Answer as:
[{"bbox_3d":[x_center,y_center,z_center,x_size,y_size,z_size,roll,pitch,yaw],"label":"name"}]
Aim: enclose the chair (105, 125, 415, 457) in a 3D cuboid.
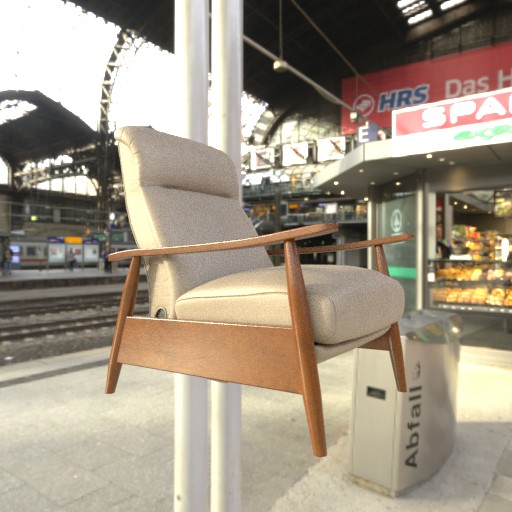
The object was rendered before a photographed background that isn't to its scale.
[{"bbox_3d":[0.000,0.000,1.770,1.032,1.082,0.762,0,0,36],"label":"chair"}]
